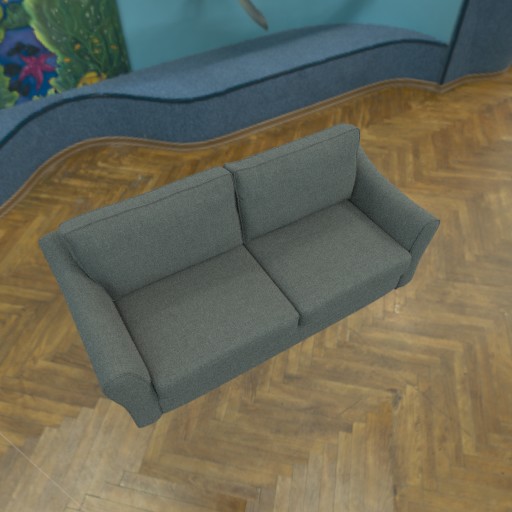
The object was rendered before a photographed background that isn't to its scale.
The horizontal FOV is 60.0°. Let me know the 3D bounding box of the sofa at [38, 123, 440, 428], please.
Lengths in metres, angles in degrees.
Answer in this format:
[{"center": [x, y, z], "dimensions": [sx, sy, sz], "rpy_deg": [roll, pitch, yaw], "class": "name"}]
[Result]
[{"center": [0.000, 0.000, 2.735], "dimensions": [2.203, 0.976, 1.013], "rpy_deg": [-24, 52, -21], "class": "sofa"}]
